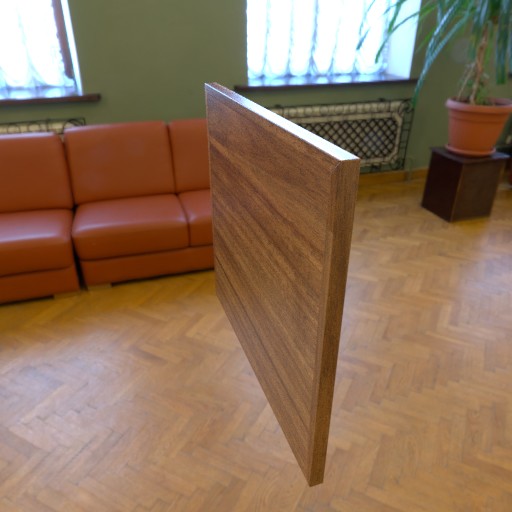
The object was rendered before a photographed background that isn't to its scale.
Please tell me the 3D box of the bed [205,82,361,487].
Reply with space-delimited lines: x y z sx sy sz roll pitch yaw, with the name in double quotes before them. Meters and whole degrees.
"bed" 0.000 0.000 1.457 0.043 0.940 1.041 -10 30 -17
